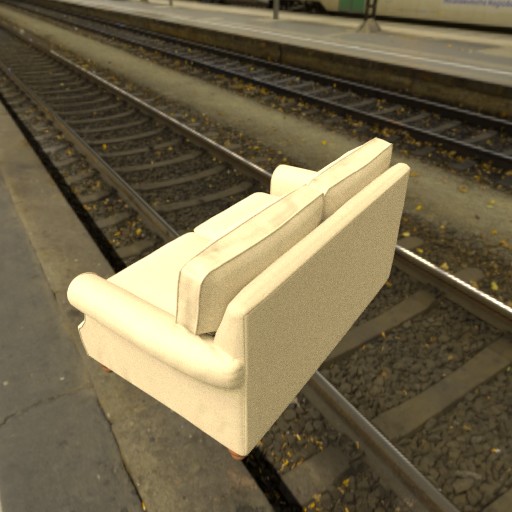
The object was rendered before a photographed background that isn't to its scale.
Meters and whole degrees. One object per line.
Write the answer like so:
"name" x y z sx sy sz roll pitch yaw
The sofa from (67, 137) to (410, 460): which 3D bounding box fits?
"sofa" 0.000 0.000 2.223 0.964 0.937 1.665 21 38 29
